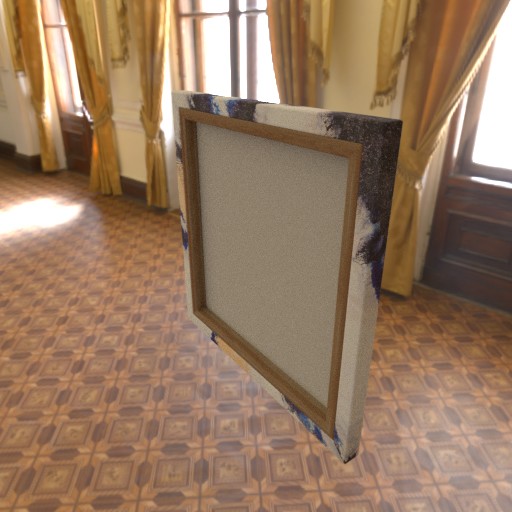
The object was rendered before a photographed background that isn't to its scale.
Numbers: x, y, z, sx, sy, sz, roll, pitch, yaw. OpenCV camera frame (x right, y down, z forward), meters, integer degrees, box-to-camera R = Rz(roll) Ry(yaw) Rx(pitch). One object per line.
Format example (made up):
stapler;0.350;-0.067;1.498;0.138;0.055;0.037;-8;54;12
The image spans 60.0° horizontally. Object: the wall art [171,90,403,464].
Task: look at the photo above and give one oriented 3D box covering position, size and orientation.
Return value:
wall art;0.000;0.000;0.920;0.039;0.609;0.609;-17;30;-32
